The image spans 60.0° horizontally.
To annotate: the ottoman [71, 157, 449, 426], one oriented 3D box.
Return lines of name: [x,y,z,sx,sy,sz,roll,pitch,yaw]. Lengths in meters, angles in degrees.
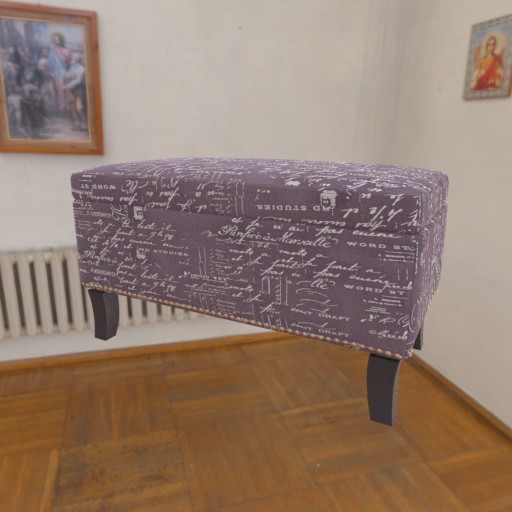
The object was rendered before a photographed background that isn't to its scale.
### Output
ottoman: [0.000,0.000,1.084,0.813,0.457,0.406,8,18,27]
